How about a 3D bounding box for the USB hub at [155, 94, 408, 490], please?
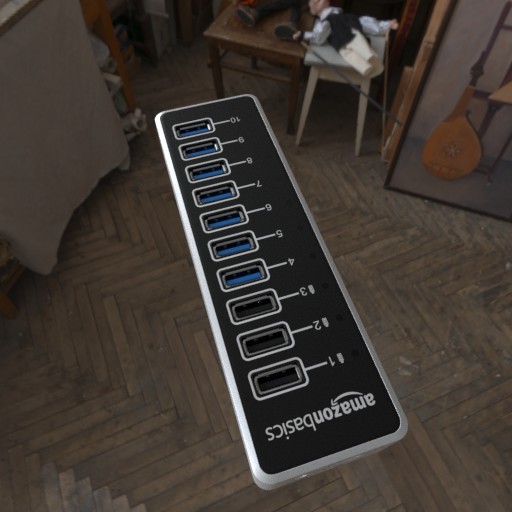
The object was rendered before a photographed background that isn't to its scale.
[{"bbox_3d":[0.000,0.000,0.161,0.044,0.023,0.145,-15,60,-9],"label":"USB hub"}]
